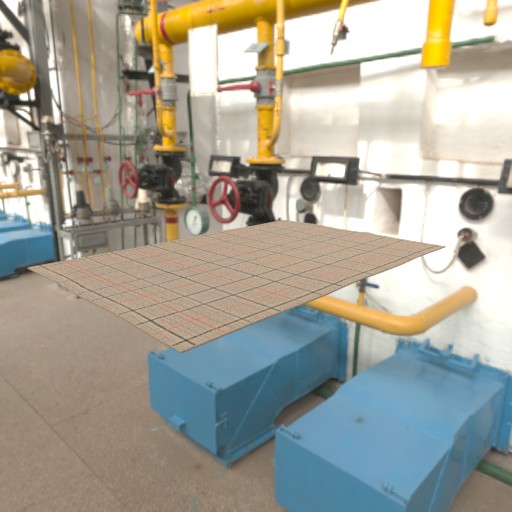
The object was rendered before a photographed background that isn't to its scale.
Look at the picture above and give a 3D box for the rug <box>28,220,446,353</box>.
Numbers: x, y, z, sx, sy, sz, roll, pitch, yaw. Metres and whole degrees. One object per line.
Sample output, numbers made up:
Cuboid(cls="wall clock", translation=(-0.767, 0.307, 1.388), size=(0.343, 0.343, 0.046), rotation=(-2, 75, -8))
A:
Cuboid(cls="rug", translation=(0.000, 0.000, 2.301), size=(1.220, 0.013, 1.829), rotation=(14, 20, 43))
